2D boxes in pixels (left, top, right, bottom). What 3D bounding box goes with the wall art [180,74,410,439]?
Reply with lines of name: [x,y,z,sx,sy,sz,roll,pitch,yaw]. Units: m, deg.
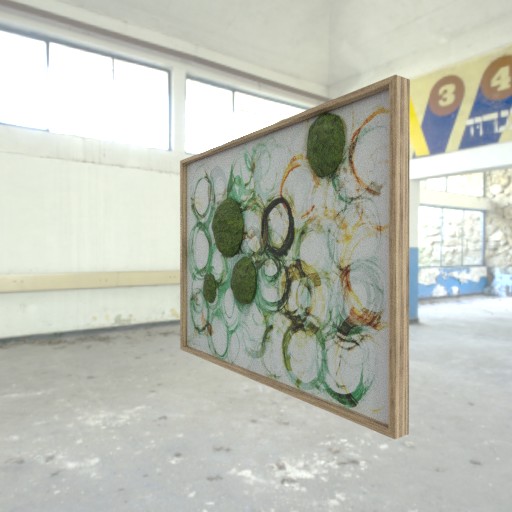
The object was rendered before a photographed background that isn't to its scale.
wall art: [0.000,0.000,1.091,0.063,0.609,0.841,0,1,-35]
